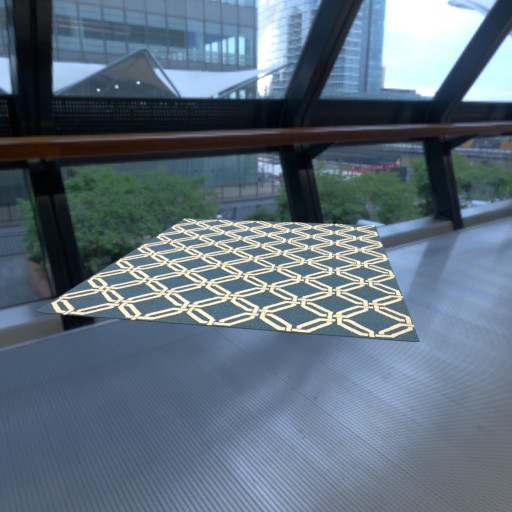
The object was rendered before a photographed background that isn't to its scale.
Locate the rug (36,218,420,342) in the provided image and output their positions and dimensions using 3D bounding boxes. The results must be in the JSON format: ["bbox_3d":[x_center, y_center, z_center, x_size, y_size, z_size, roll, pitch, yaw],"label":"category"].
[{"bbox_3d":[0.000,0.000,3.893,2.277,0.020,2.867,3,17,9],"label":"rug"}]
